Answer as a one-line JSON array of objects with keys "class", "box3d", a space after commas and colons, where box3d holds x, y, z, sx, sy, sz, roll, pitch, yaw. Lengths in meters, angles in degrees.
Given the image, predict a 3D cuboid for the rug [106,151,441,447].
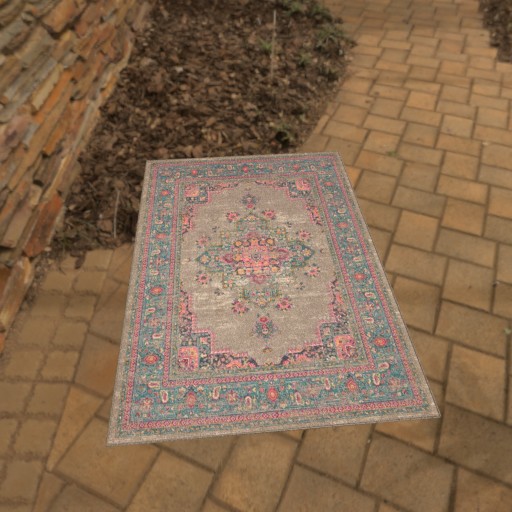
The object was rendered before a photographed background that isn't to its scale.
[{"class": "rug", "box3d": [0.000, 0.000, 3.618, 2.005, 0.013, 2.890, -4, 46, -3]}]
